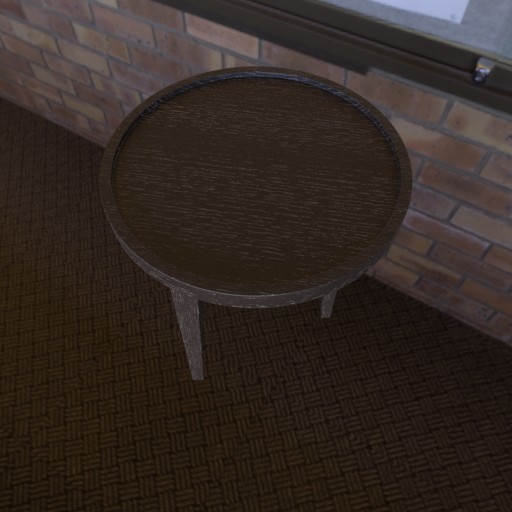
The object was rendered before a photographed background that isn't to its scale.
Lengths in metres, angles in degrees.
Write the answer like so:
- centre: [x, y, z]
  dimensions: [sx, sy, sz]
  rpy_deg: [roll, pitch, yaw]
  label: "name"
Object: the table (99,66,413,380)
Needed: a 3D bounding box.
- centre: [0.000, 0.000, 0.766]
  dimensions: [0.399, 0.460, 0.399]
  rpy_deg: [0, 57, 0]
  label: "table"
